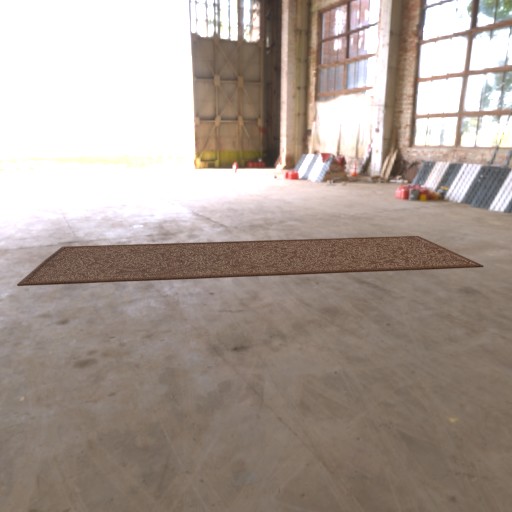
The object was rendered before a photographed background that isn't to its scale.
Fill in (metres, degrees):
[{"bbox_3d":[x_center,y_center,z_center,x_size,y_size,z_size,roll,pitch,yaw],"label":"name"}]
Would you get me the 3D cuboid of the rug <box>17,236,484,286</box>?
[{"bbox_3d":[0.000,0.000,2.662,2.448,0.012,0.769,-2,15,-7],"label":"rug"}]
